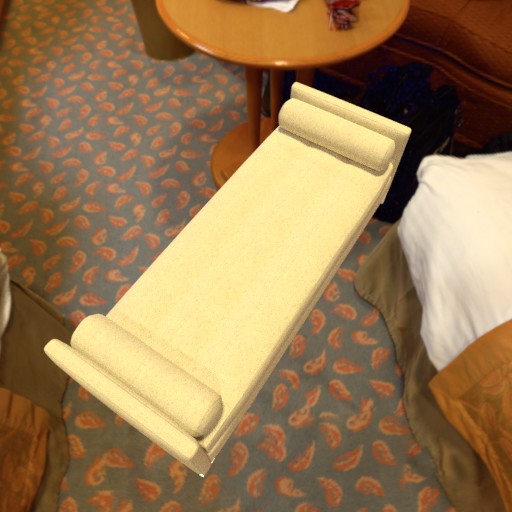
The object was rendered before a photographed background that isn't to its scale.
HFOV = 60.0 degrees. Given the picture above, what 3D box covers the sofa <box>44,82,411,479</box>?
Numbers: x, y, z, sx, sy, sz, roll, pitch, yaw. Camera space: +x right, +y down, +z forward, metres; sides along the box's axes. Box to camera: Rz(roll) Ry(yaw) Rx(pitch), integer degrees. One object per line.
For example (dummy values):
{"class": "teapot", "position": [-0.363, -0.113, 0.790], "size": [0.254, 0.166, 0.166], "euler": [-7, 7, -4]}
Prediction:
{"class": "sofa", "position": [0.000, 0.000, 2.452], "size": [0.797, 0.655, 2.102], "euler": [29, 62, 17]}
